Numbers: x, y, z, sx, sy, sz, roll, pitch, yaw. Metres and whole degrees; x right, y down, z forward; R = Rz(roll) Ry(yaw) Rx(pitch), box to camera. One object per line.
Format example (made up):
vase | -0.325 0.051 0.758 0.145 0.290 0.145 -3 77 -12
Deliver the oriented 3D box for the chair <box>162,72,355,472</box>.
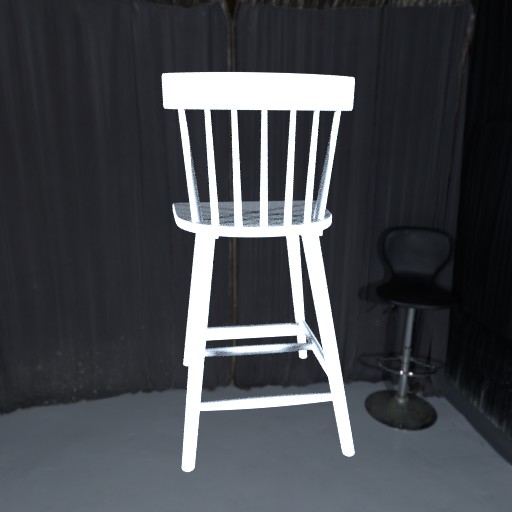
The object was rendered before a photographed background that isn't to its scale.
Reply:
chair | 0.000 0.000 1.282 0.483 0.952 0.572 -2 14 -7
